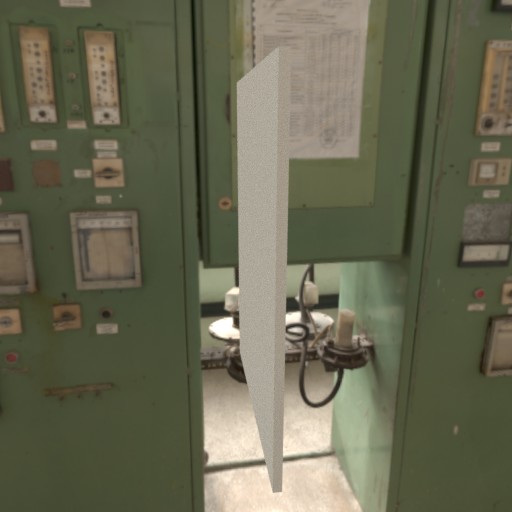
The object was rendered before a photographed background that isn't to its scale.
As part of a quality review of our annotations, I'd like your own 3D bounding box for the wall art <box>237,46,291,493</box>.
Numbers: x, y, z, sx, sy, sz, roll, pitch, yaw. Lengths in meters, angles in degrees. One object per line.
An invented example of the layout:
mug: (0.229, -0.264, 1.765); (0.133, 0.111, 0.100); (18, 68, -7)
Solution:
wall art: (0.000, 0.000, 0.684); (0.013, 0.533, 0.381); (-2, 17, -8)
